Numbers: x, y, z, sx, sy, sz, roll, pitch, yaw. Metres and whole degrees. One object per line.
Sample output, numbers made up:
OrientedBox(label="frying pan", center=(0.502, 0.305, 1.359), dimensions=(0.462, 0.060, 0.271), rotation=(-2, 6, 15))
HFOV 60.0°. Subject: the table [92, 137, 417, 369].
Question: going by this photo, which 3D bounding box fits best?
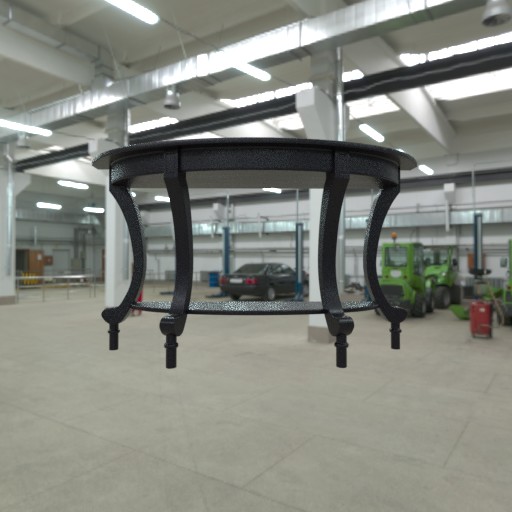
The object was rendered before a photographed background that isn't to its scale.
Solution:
OrientedBox(label="table", center=(0.000, 0.000, 1.490), dimensions=(1.198, 0.692, 0.394), rotation=(0, 0, -1))
